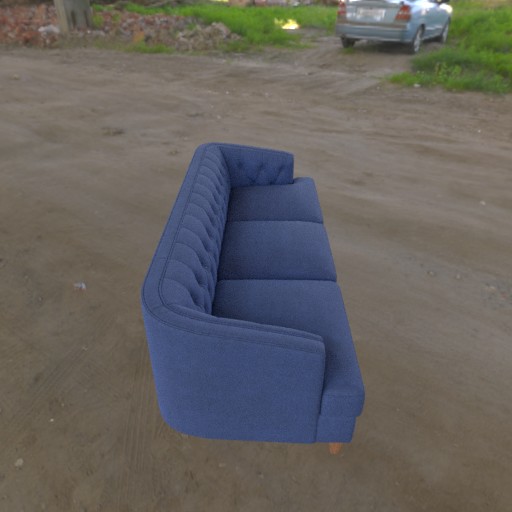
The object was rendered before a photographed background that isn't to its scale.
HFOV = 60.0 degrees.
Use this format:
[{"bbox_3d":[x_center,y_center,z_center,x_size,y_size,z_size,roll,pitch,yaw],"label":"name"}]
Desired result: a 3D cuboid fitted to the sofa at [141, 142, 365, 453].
[{"bbox_3d":[0.000,0.000,2.716,0.914,0.787,2.235,0,32,1],"label":"sofa"}]
